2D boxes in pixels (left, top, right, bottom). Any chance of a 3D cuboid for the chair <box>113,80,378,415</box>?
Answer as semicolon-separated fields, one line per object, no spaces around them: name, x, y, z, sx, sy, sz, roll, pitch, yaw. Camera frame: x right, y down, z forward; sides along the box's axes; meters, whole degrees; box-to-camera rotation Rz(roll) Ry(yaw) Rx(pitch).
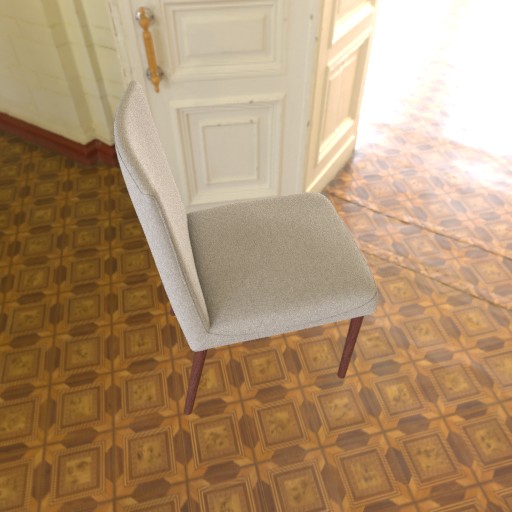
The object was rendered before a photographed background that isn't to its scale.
chair;0.000;0.000;1.202;0.570;0.859;0.456;-10;47;-10
